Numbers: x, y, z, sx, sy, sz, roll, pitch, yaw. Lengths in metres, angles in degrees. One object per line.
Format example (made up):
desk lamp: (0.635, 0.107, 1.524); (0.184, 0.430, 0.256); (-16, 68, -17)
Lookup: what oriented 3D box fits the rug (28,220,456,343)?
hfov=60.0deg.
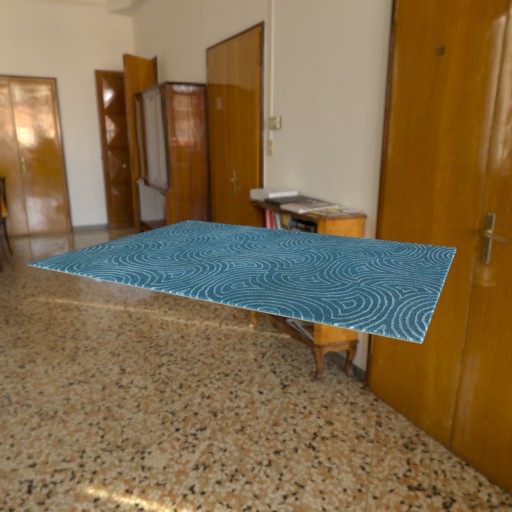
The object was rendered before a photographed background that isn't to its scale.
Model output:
rug: (0.000, 0.000, 2.715); (2.144, 0.015, 1.543); (8, 17, 27)
